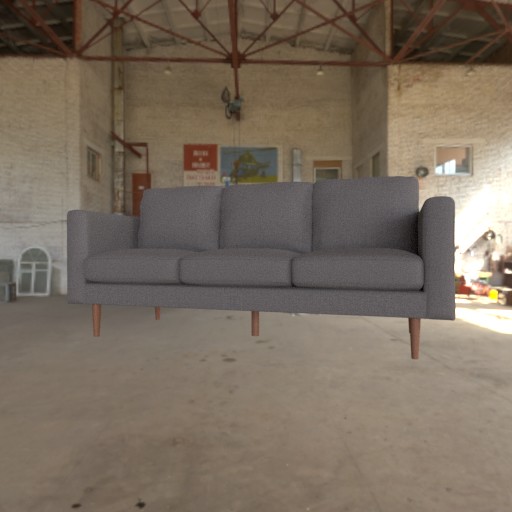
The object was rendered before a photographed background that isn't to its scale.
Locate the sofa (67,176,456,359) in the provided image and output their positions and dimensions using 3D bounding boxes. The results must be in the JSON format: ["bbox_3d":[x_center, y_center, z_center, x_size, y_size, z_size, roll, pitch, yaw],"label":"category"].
[{"bbox_3d":[0.000,0.000,2.541,2.029,0.912,0.802,0,0,18],"label":"sofa"}]
